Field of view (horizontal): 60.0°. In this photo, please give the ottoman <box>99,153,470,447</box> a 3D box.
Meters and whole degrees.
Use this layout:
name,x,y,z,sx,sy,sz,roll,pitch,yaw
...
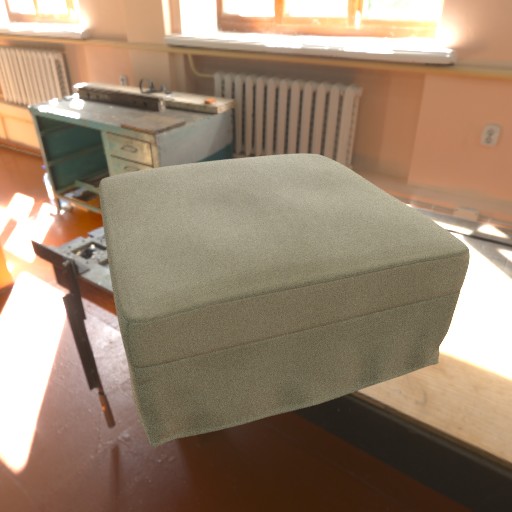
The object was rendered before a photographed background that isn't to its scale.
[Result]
name,x,y,z,sx,sy,sz,roll,pitch,yaw
ottoman,0.000,0.000,1.348,0.843,0.441,0.842,-10,32,-17
